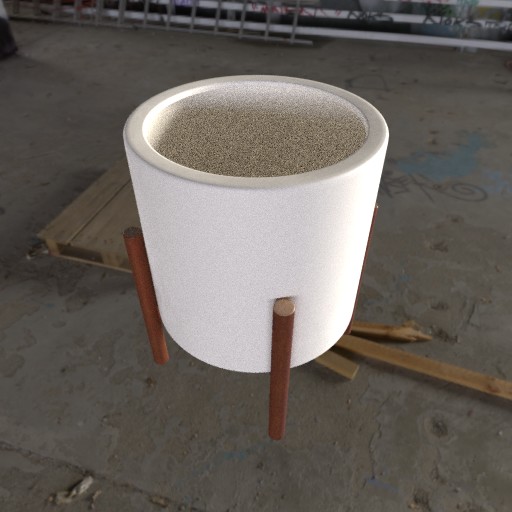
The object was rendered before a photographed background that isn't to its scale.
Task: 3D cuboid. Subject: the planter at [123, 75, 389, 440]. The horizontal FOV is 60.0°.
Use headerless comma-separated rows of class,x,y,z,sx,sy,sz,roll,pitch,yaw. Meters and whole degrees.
planter,0.000,0.000,0.902,0.421,0.581,0.420,26,47,27
